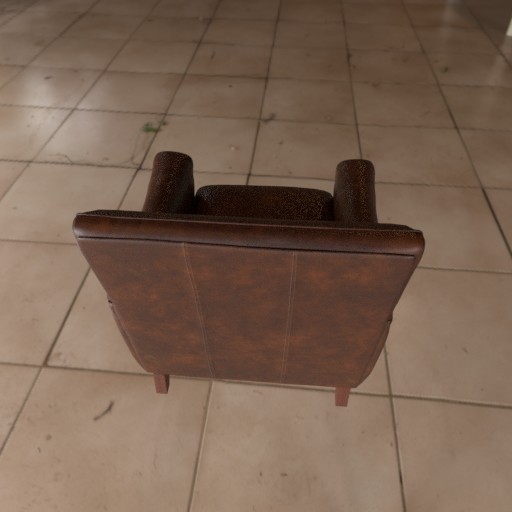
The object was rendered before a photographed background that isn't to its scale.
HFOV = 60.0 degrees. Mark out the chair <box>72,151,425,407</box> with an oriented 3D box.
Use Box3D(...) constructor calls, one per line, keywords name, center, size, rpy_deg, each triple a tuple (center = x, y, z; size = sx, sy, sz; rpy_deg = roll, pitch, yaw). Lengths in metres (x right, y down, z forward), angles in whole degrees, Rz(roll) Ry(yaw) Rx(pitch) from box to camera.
Box3D(name="chair", center=(0.000, 0.000, 1.598), size=(0.870, 0.943, 0.823), rpy_deg=(3, 46, 3))
